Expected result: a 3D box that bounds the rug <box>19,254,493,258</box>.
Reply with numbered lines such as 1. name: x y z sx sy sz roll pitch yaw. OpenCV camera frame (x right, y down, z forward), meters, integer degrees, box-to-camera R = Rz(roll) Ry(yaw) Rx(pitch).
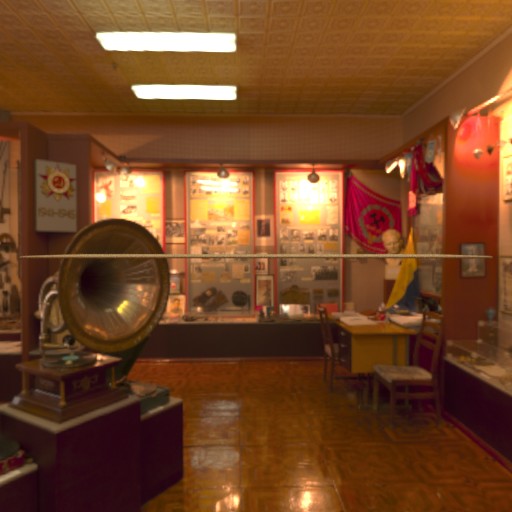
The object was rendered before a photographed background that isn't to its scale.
1. rug: 0.000 0.000 2.662 2.448 0.012 0.769 0 1 0
